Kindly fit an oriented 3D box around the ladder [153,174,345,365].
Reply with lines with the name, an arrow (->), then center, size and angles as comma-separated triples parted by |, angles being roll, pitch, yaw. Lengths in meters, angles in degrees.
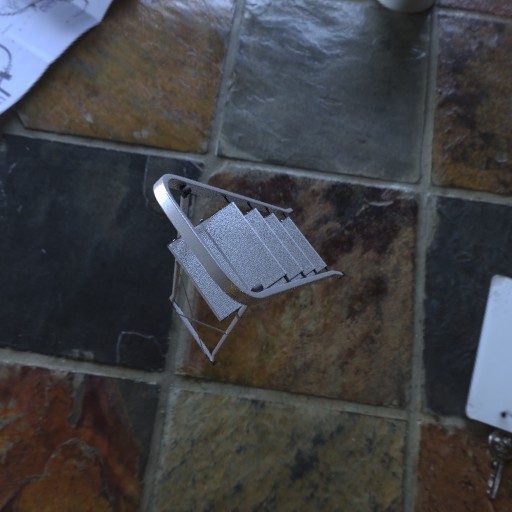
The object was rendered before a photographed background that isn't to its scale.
ladder -> 0.000, 0.000, 1.695 | 0.830, 1.290, 0.465 | -35, 79, -8
